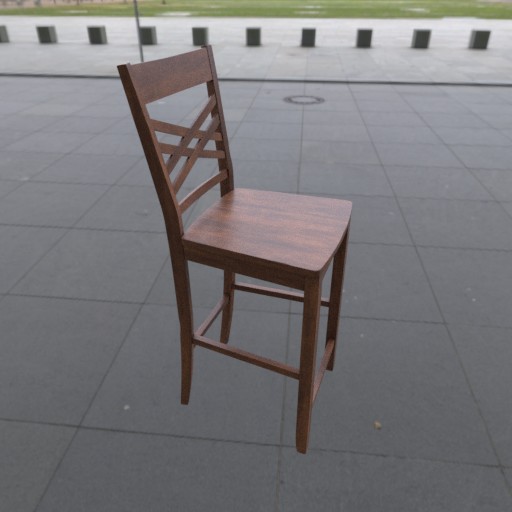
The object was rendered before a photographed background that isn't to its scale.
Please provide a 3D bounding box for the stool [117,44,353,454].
[{"bbox_3d":[0.000,0.000,1.329,0.504,1.098,0.426,11,33,18],"label":"stool"}]
